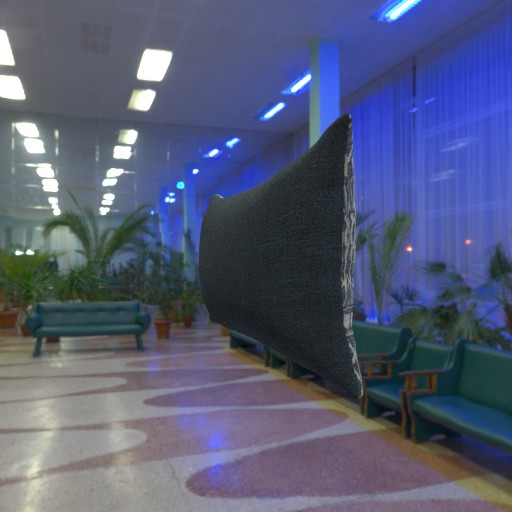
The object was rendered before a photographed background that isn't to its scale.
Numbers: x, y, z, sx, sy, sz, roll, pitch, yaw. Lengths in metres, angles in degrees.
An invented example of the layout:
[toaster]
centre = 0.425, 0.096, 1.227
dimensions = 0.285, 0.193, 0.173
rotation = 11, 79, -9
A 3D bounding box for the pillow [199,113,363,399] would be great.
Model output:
[pillow]
centre = 0.000, 0.000, 0.734
dimensions = 0.148, 0.292, 0.631
rotation = 0, -1, -19
